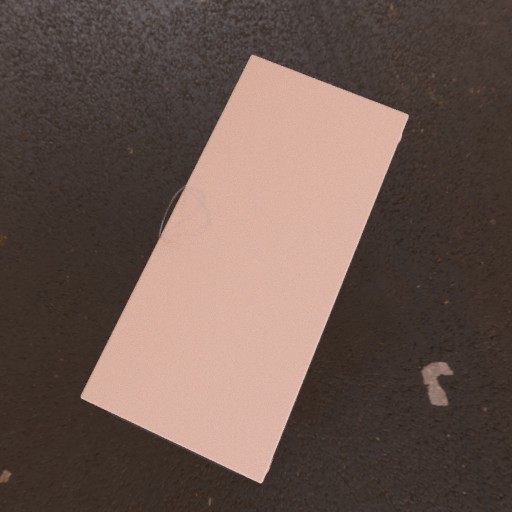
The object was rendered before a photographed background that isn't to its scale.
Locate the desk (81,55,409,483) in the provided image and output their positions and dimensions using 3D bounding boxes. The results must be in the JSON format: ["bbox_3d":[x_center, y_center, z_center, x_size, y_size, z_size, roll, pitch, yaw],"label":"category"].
[{"bbox_3d":[0.000,0.000,2.237,0.900,0.526,1.900,23,78,5],"label":"desk"}]
